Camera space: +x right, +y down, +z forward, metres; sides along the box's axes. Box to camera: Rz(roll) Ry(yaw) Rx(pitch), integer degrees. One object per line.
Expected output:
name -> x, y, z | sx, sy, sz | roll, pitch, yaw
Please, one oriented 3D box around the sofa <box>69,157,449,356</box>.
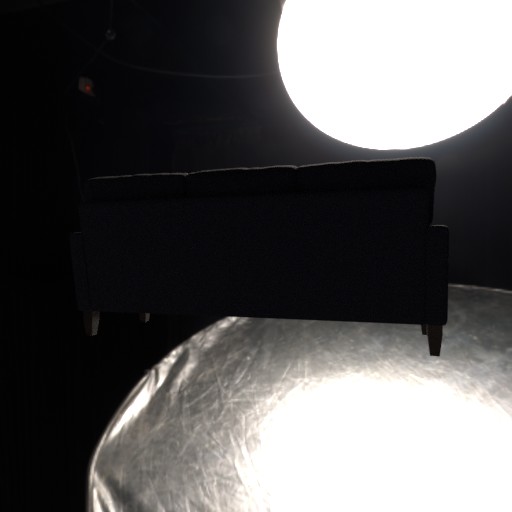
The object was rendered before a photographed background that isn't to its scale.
sofa -> 0.000, 0.000, 2.734 | 2.115, 0.984, 0.888 | 0, 0, 17
